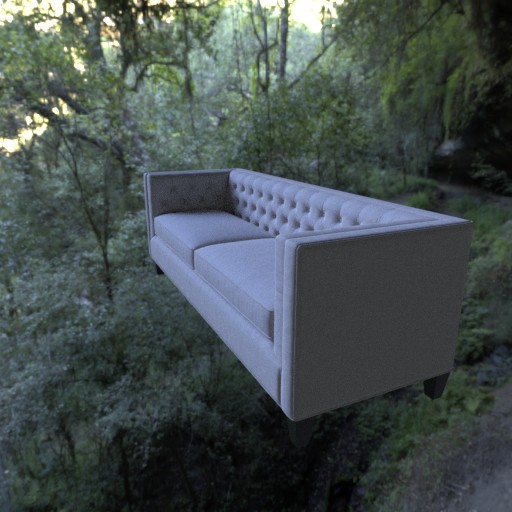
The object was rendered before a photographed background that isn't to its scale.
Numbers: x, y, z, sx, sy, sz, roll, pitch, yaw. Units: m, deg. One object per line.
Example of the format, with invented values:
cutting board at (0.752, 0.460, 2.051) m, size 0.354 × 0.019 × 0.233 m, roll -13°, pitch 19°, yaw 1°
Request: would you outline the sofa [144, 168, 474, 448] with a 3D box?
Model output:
sofa at (0.000, 0.000, 2.516) m, size 0.775 × 0.762 × 2.159 m, roll -8°, pitch 19°, yaw -24°
